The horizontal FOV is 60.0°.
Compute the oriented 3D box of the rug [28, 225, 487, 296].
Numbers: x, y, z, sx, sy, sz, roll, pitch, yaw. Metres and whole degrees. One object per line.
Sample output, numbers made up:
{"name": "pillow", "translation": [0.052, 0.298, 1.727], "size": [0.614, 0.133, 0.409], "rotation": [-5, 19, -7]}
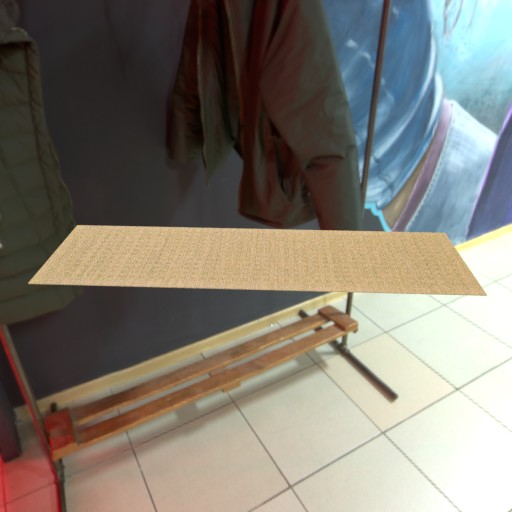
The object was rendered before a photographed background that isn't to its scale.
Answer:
{"name": "rug", "translation": [0.000, 0.000, 2.645], "size": [2.437, 0.006, 0.686], "rotation": [1, 31, 2]}
